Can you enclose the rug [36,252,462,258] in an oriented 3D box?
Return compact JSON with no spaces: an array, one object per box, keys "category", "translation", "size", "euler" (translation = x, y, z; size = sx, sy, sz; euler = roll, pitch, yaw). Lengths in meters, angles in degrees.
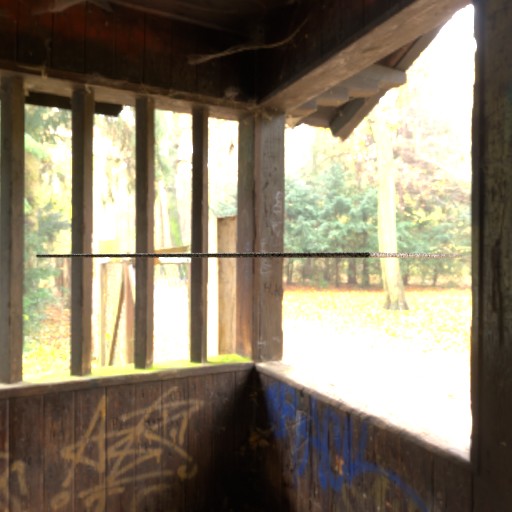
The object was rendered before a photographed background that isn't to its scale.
[{"category":"rug","translation":[0.000,0.000,4.029],"size":[3.047,0.029,2.438],"euler":[0,0,35]}]
